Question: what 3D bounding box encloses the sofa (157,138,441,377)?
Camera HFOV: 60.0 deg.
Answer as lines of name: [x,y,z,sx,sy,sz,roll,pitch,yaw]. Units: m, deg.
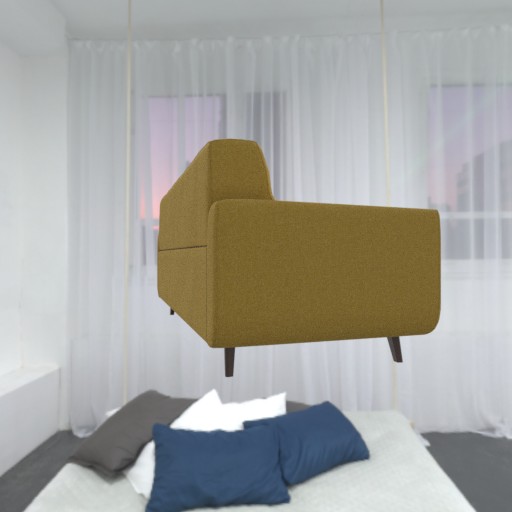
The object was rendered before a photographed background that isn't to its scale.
sofa: [0.000,0.000,2.471,0.909,0.841,2.029,0,0,-17]
